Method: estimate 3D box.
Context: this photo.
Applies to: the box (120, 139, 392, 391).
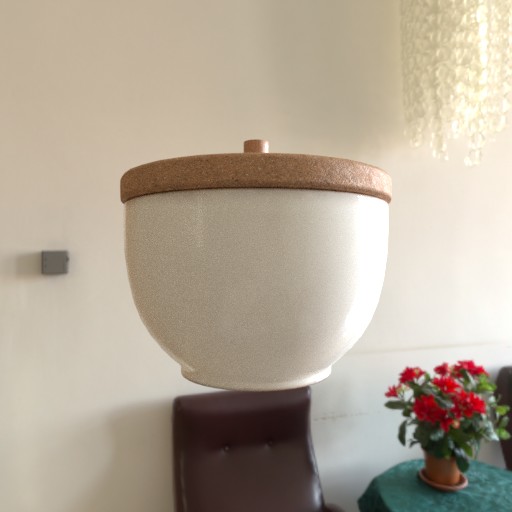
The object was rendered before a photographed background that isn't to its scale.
[{"bbox_3d":[0.000,0.000,0.183,0.107,0.094,0.107,0,0,0],"label":"box"}]
